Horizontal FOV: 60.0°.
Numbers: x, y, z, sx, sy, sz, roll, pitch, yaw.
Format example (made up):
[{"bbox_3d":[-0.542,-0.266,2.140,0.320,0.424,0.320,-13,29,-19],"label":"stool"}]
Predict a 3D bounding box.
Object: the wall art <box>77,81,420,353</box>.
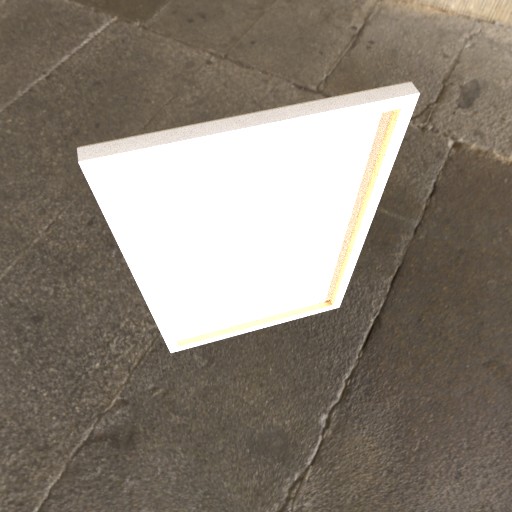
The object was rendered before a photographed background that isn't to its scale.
[{"bbox_3d":[0.000,0.000,1.157,0.607,0.912,0.038,-14,59,-8],"label":"wall art"}]
